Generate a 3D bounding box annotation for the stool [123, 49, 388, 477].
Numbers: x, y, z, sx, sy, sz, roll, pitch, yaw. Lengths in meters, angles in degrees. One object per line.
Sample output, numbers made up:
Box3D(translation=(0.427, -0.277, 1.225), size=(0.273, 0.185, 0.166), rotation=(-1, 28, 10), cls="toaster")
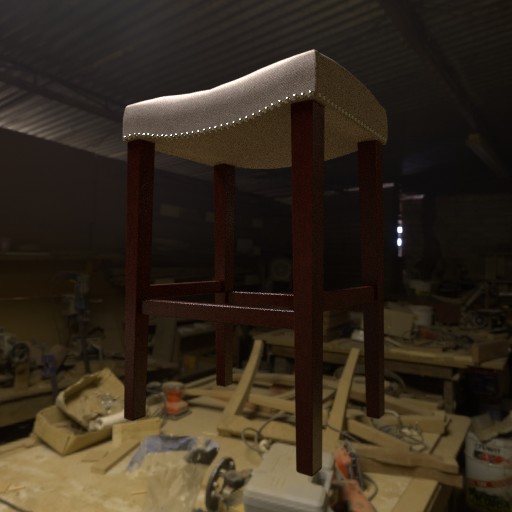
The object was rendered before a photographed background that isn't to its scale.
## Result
Box3D(translation=(0.000, 0.000, 1.023), size=(0.504, 0.742, 0.372), rotation=(0, -1, 35), cls="stool")
